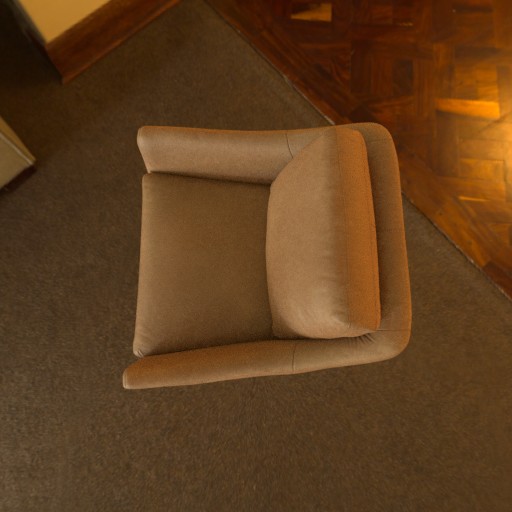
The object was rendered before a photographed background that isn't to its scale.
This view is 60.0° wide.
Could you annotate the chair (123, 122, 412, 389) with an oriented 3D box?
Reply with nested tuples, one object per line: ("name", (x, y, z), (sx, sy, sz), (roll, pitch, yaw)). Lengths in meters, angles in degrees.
("chair", (0.000, 0.000, 1.750), (0.963, 0.895, 0.988), (-1, 76, 0))
